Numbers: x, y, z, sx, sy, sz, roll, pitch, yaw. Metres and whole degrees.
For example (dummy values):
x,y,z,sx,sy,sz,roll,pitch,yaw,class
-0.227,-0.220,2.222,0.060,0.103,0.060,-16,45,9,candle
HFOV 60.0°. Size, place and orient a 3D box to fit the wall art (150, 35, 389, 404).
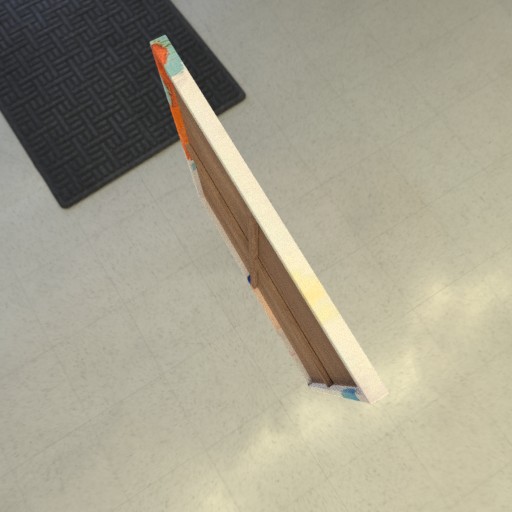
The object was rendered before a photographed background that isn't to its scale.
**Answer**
x,y,z,sx,sy,sz,roll,pitch,yaw,class
0.000,0.000,1.209,0.037,0.814,0.814,-29,77,-8,wall art
